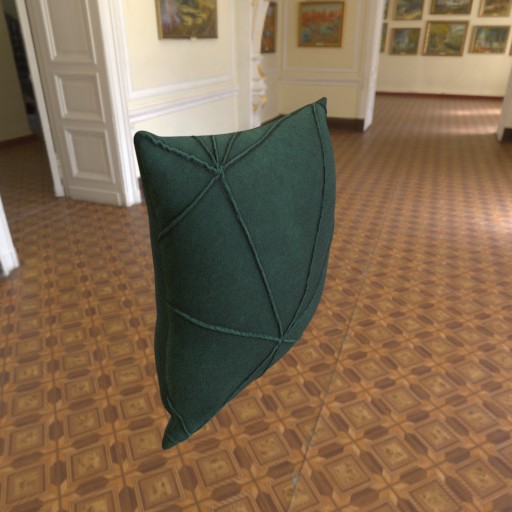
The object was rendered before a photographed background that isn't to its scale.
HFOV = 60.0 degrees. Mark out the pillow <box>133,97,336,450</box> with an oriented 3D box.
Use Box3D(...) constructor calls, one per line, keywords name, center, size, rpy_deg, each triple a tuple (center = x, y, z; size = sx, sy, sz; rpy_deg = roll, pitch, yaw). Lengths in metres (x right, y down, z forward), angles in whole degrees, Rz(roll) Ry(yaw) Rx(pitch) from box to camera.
Box3D(name="pillow", center=(0.000, 0.000, 0.686), size=(0.184, 0.440, 0.439), rpy_deg=(17, 31, 30))
